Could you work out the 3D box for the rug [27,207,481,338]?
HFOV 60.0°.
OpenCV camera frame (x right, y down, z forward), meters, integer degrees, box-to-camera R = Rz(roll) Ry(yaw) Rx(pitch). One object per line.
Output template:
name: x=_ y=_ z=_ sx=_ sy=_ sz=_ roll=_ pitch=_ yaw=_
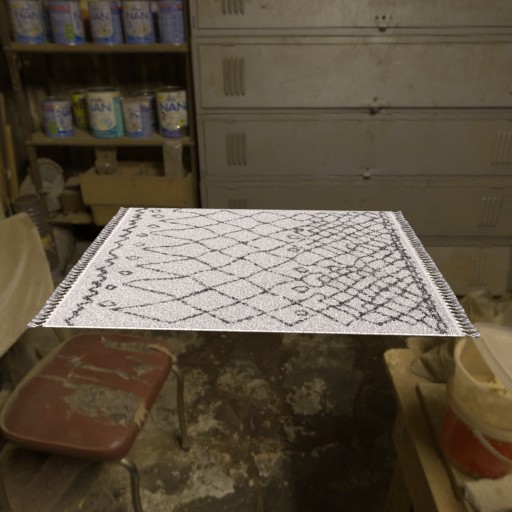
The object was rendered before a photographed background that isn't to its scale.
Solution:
rug: x=0.000 y=0.000 z=2.958 sx=2.312 sy=0.017 sz=1.613 roll=1 pitch=29 yaw=2
